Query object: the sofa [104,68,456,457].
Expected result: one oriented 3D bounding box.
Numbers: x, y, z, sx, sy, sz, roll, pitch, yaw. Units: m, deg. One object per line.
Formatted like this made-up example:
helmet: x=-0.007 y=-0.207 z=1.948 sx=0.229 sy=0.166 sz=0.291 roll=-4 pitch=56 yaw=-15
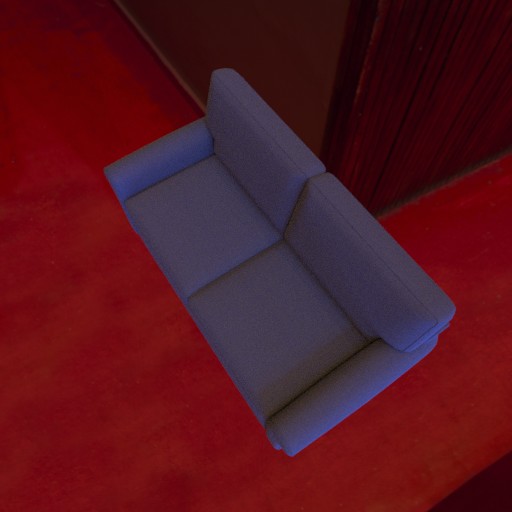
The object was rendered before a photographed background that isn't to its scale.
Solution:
sofa: x=0.000 y=0.000 z=2.525 sx=0.940 sy=1.020 sz=1.930 roll=-31 pitch=67 yaw=-15
